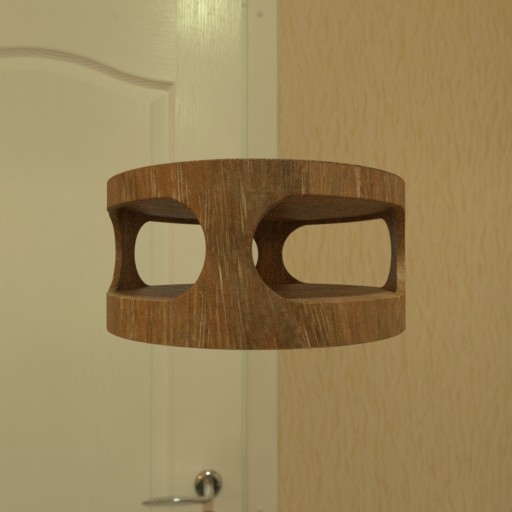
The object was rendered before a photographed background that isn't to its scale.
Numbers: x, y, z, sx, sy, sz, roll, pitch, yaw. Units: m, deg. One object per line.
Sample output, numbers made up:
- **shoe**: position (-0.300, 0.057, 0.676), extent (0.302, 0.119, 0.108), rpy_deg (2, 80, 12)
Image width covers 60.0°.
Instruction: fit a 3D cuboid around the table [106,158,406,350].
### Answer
- **table**: position (0.000, 0.000, 1.526), extent (0.974, 0.450, 0.974), rpy_deg (0, -1, 0)
